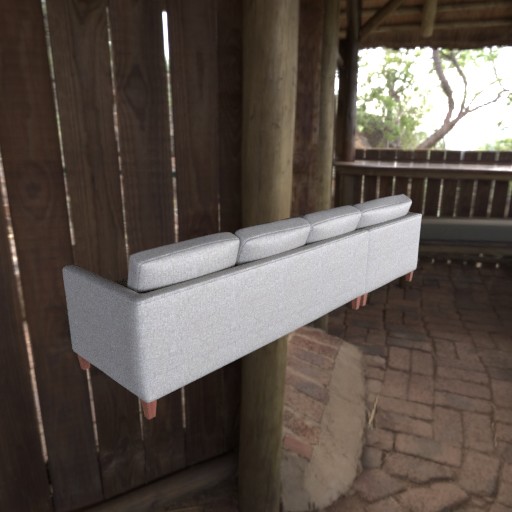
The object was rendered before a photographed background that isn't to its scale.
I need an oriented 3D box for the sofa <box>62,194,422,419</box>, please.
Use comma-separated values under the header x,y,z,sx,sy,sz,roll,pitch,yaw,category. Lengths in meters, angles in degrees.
x,y,z,sx,sy,sz,roll,pitch,yaw,category
0.000,0.000,3.761,1.502,0.876,3.201,15,21,42,sofa
